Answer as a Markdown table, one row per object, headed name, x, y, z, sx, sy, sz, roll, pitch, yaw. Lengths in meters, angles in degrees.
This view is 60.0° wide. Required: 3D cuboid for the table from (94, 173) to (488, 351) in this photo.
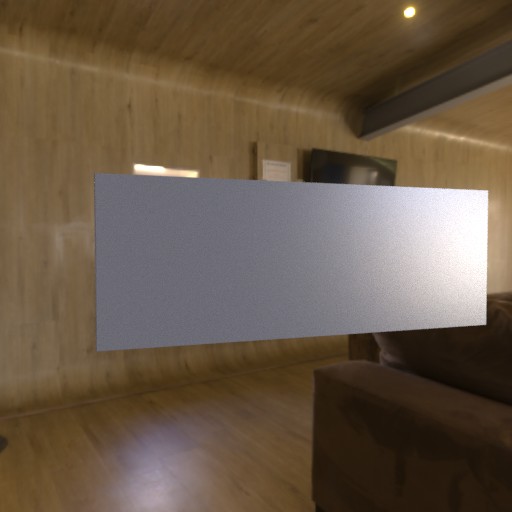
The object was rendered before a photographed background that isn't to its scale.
| name | x | y | z | sx | sy | sz | roll | pitch | yaw |
| --- | --- | --- | --- | --- | --- | --- | --- | --- | --- |
| table | 0.000 | 0.000 | 1.224 | 0.801 | 0.299 | 0.801 | -1 | 2 | -17 |
